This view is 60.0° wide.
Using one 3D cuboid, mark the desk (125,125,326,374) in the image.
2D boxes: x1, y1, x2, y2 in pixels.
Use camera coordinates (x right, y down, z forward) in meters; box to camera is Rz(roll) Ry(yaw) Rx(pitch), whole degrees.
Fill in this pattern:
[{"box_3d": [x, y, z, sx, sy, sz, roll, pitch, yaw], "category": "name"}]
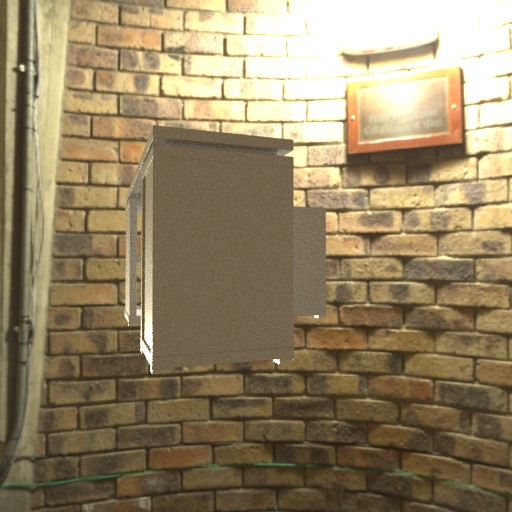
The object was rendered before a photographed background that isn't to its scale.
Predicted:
[{"box_3d": [0.000, 0.000, 2.254, 1.200, 0.753, 1.524, 0, -1, -19], "category": "desk"}]
